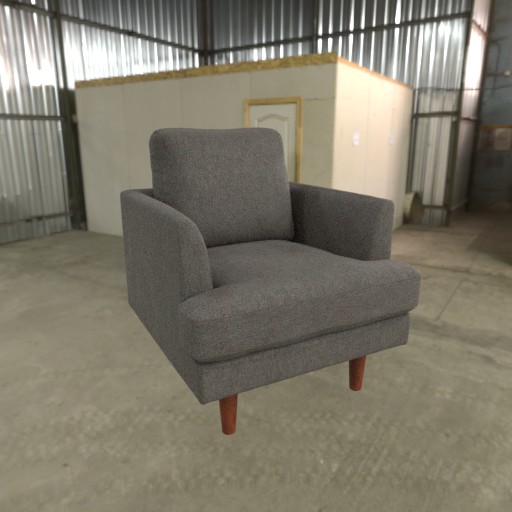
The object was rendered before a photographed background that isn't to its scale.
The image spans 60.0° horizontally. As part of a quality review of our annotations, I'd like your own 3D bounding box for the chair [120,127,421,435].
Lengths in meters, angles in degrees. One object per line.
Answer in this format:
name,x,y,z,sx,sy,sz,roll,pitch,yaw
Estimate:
chair,0.000,0.000,1.702,0.858,0.957,0.899,-8,17,-27
